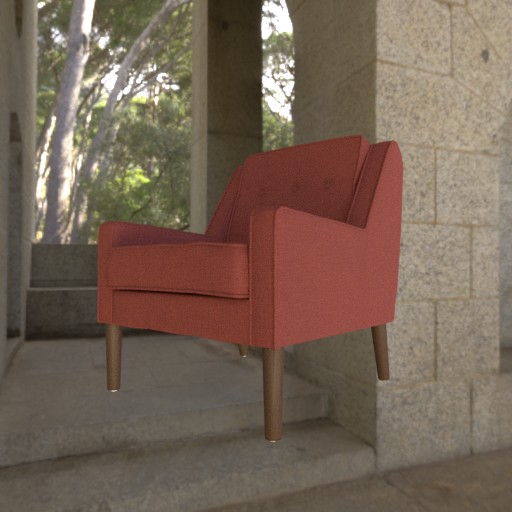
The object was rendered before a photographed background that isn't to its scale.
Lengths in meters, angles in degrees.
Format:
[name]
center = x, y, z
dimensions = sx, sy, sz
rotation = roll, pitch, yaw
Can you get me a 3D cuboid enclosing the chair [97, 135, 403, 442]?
[chair]
center = 0.000, 0.000, 1.405
dimensions = 0.680, 0.812, 0.770
rotation = 0, -1, 38
